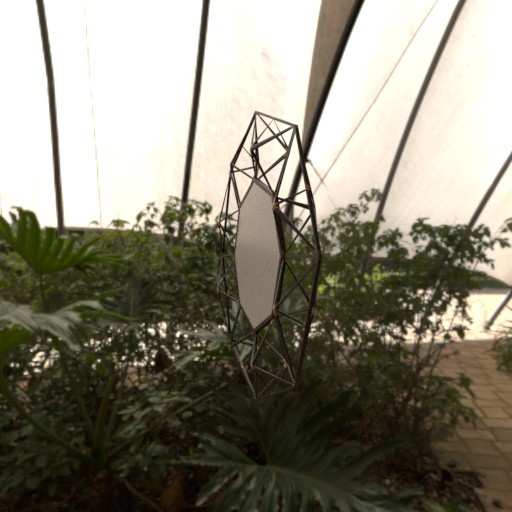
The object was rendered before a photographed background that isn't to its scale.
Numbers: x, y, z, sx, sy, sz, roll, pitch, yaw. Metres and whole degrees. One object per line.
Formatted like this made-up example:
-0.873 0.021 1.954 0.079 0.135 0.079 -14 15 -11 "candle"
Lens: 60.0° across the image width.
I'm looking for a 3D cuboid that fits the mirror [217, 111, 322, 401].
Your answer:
0.000 0.000 1.085 0.094 0.710 0.710 0 0 -18 "mirror"
